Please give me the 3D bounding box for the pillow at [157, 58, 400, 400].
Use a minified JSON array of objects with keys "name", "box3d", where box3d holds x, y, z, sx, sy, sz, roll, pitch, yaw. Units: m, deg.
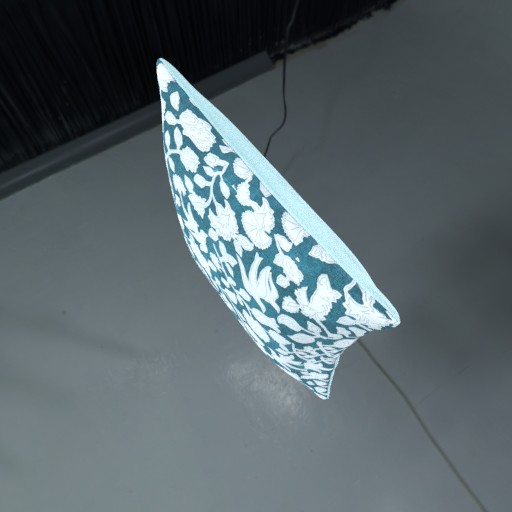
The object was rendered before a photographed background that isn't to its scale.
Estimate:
[{"name":"pillow","box3d":[0.000,0.000,0.808,0.166,0.508,0.525,-33,68,-15]}]
